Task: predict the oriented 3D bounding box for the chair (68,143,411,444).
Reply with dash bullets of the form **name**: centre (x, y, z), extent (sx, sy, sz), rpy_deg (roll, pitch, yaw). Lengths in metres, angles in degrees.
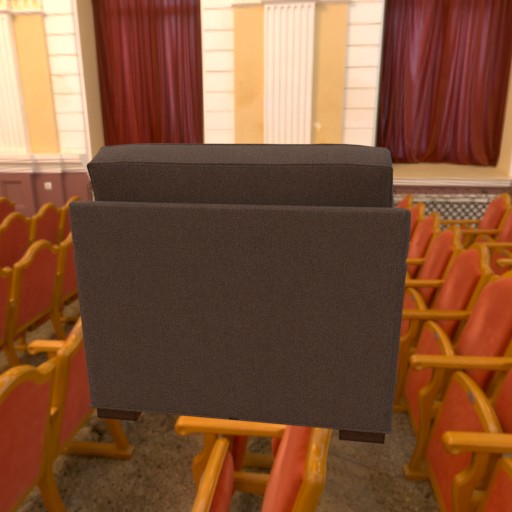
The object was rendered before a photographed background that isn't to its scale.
- **chair**: centre (0.000, 0.000, 1.815), extent (0.997, 0.913, 1.043), rpy_deg (2, 16, 8)
